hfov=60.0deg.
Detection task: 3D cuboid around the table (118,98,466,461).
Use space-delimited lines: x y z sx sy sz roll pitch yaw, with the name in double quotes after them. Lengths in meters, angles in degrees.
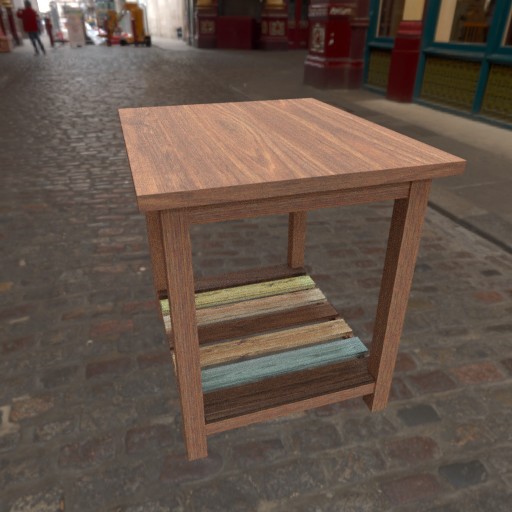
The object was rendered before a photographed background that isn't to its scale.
0.000 0.000 1.126 0.559 0.635 0.660 -9 30 -15 "table"
